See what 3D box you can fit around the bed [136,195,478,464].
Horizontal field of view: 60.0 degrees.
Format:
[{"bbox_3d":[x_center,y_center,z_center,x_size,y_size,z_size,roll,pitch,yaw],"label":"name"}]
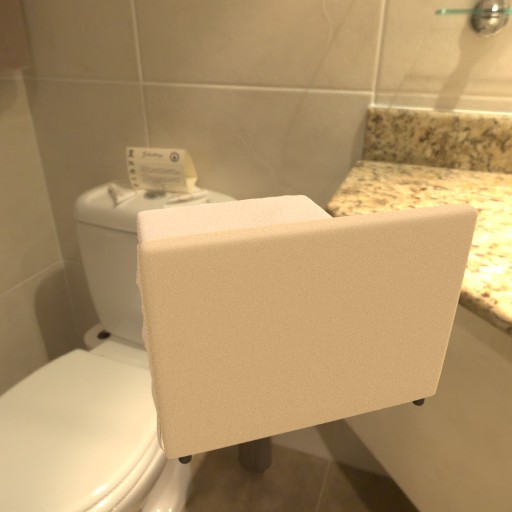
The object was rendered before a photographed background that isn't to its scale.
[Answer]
[{"bbox_3d":[0.000,0.000,3.163,1.714,1.330,2.147,-8,28,-15],"label":"bed"}]
